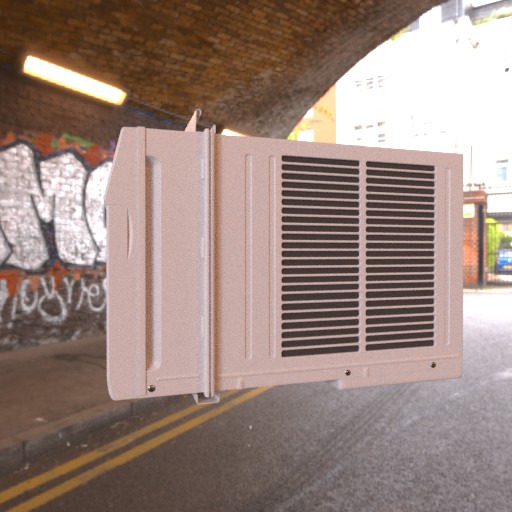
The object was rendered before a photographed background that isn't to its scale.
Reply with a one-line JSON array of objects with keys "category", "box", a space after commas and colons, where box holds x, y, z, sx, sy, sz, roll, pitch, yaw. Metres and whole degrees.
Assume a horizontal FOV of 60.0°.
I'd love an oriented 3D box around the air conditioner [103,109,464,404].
[{"category": "air conditioner", "box": [0.000, 0.000, 0.854, 0.546, 0.388, 0.503, 0, 1, -17]}]
